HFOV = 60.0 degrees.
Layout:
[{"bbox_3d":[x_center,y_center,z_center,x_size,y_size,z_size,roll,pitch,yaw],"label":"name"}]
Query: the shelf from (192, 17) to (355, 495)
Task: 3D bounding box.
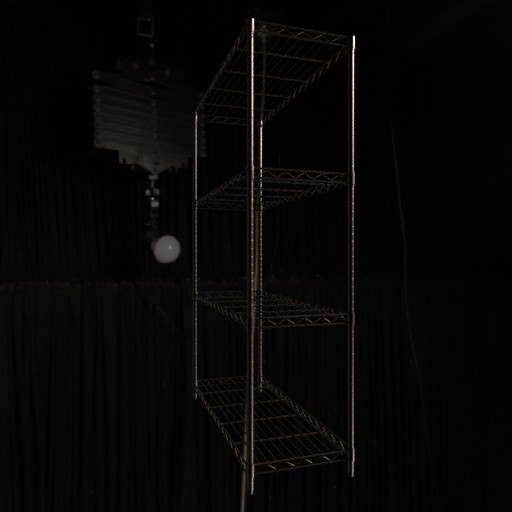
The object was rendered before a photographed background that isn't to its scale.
[{"bbox_3d":[0.000,0.000,1.743,0.352,1.361,0.907,0,0,-18],"label":"shelf"}]
